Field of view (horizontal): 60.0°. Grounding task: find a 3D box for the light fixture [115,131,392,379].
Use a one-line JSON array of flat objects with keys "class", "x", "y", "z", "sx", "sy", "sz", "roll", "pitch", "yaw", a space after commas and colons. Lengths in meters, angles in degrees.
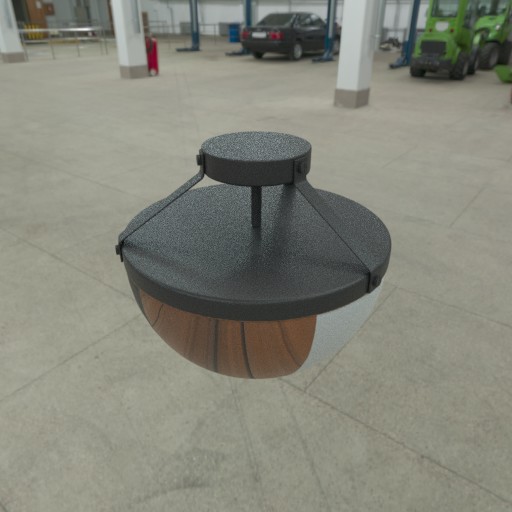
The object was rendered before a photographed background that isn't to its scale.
[{"class": "light fixture", "x": 0.000, "y": 0.000, "z": 0.532, "sx": 0.304, "sy": 0.269, "sz": 0.304, "roll": 0, "pitch": 29, "yaw": 0}]
